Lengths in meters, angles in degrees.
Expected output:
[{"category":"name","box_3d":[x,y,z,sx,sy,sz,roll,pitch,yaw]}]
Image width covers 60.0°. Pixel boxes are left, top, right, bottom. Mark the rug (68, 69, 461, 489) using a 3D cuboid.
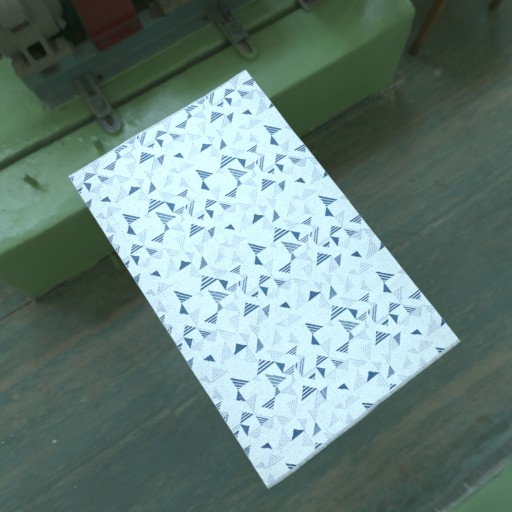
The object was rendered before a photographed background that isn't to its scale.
[{"category":"rug","box_3d":[0.000,0.000,2.978,1.512,0.009,2.457,-34,79,-8]}]
